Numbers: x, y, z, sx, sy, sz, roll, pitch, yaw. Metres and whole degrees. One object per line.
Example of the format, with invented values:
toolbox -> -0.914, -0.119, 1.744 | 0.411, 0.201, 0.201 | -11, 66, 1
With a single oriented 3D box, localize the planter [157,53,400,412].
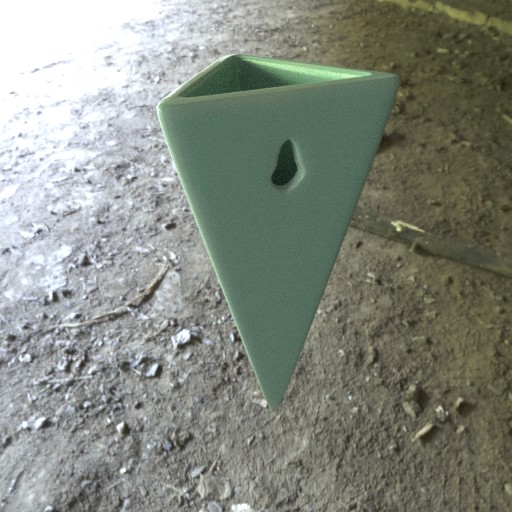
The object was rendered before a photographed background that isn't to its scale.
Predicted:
planter -> 0.000, 0.000, 0.213 | 0.080, 0.178, 0.064 | -13, 41, -15
